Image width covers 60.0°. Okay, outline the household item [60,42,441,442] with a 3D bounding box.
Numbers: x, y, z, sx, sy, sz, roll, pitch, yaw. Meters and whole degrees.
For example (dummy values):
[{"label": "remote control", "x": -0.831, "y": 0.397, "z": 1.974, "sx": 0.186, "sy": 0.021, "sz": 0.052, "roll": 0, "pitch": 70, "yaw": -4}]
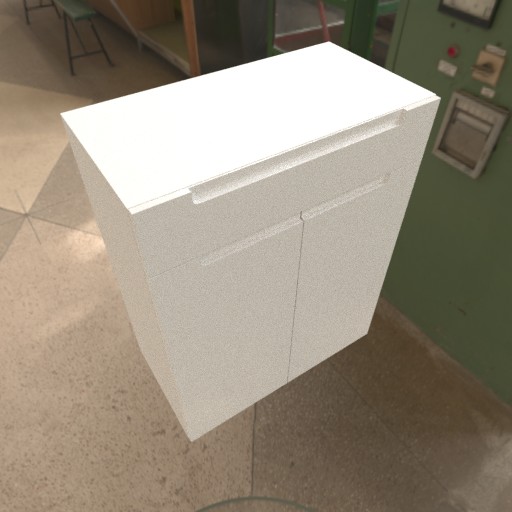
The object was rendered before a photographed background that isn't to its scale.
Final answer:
[{"label": "household item", "x": 0.000, "y": 0.000, "z": 1.396, "sx": 0.790, "sy": 1.010, "sz": 0.420, "roll": -25, "pitch": 51, "yaw": -22}]
